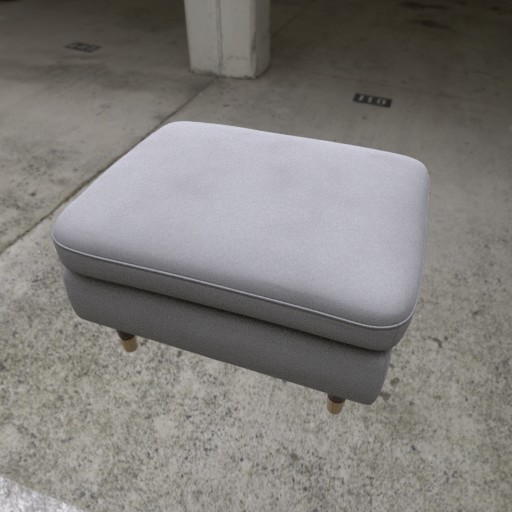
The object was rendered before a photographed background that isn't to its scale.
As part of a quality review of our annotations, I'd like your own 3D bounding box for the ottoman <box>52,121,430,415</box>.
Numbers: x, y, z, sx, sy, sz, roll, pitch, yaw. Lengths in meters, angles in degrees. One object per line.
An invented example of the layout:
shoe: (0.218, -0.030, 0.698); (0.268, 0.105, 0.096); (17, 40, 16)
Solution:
ottoman: (0.000, 0.000, 1.107); (0.747, 0.478, 0.593); (13, 42, 14)
